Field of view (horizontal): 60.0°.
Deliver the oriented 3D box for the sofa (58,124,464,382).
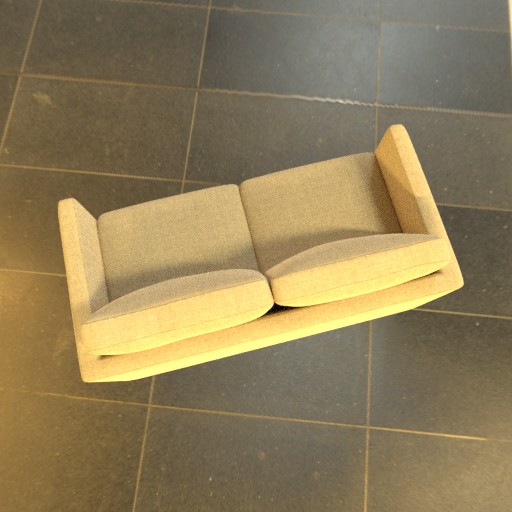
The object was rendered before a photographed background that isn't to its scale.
[{"bbox_3d":[0.000,0.000,2.452,1.884,0.963,0.950,-14,75,-4],"label":"sofa"}]
